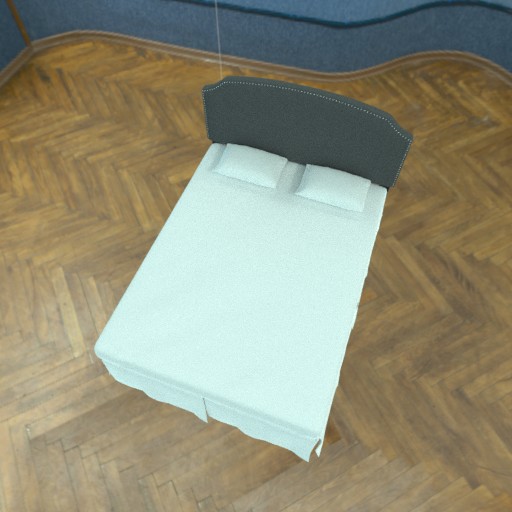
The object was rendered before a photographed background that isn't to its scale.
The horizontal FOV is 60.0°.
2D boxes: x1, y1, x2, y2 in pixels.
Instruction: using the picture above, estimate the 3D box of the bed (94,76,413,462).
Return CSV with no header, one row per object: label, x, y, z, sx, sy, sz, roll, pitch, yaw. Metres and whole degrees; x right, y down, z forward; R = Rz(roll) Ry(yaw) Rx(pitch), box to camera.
bed,0.000,0.000,2.973,1.558,1.270,1.999,17,60,10
